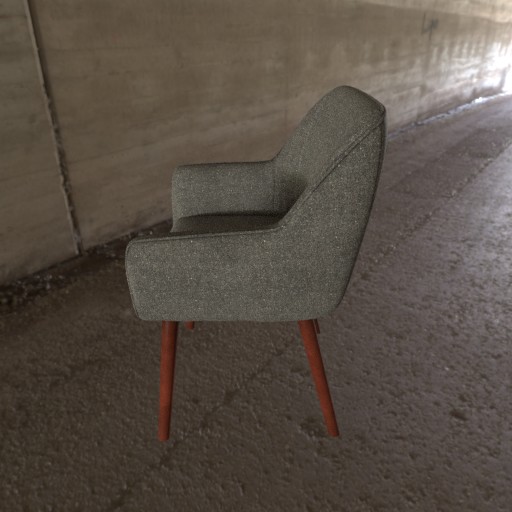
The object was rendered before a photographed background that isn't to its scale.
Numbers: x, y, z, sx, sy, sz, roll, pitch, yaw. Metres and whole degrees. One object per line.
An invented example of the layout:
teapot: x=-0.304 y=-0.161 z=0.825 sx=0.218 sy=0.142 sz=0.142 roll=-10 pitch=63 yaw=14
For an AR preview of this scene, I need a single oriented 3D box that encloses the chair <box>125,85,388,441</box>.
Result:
chair: x=0.000 y=0.000 z=1.155 sx=0.519 sy=0.803 sz=0.543 roll=0 pitch=27 yaw=1
